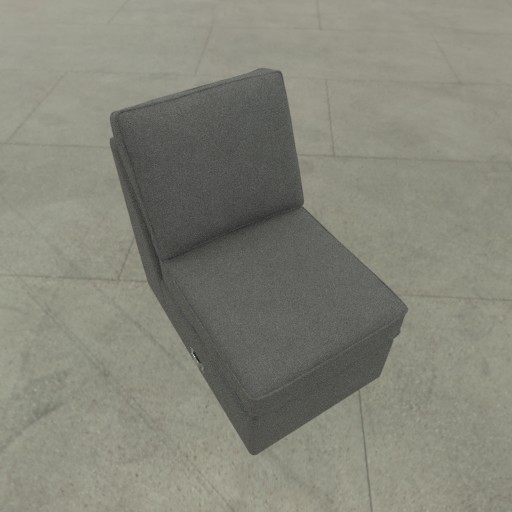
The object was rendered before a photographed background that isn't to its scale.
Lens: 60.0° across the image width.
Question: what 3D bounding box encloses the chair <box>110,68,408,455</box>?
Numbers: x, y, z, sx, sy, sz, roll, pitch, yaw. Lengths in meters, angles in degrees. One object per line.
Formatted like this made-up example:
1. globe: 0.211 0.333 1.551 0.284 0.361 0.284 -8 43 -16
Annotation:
1. chair: 0.000 0.000 1.569 0.621 0.970 0.938 -24 50 -22
